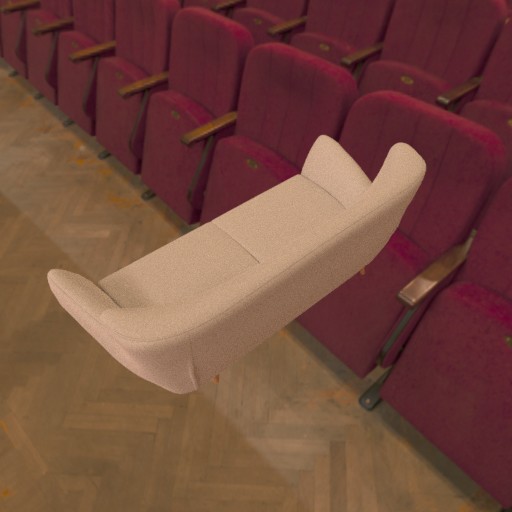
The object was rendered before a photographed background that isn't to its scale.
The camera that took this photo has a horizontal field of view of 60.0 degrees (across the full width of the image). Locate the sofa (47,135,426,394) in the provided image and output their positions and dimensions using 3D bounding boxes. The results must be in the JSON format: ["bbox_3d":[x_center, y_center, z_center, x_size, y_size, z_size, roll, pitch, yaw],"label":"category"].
[{"bbox_3d":[0.000,0.000,2.433,1.930,0.890,0.899,-32,54,-26],"label":"sofa"}]
